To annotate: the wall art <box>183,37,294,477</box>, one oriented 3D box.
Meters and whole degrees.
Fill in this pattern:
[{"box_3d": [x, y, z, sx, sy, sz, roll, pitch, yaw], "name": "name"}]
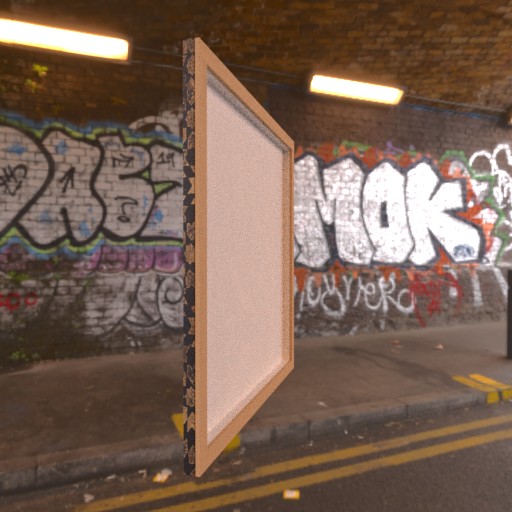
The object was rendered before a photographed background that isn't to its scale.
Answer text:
[{"box_3d": [0.000, 0.000, 1.359, 0.038, 0.914, 0.914, 0, 1, 17], "name": "wall art"}]
